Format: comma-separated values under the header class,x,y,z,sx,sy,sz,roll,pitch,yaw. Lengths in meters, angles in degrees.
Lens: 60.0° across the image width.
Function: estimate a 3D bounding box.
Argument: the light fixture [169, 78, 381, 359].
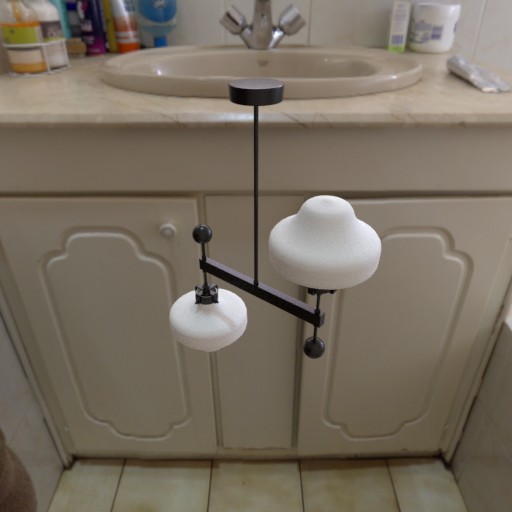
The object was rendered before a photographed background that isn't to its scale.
class,x,y,z,sx,sy,sz,roll,pitch,yaw
light fixture,0.000,0.000,1.004,0.489,0.743,0.422,1,32,2
